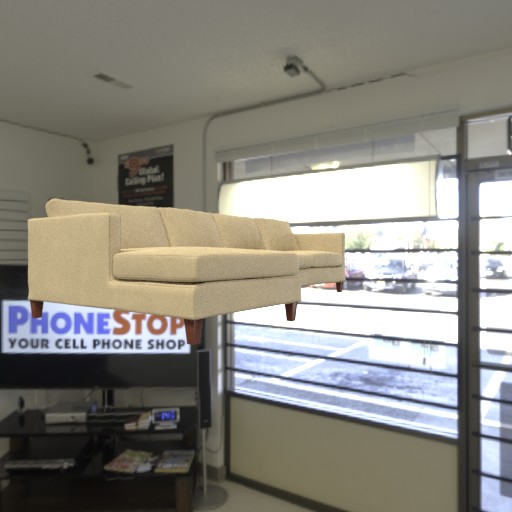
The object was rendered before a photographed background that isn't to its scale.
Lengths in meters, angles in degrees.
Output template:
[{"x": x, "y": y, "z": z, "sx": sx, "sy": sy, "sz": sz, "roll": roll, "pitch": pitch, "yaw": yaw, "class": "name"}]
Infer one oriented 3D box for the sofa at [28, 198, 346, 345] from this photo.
[{"x": 0.000, "y": 0.000, "z": 3.870, "sx": 1.625, "sy": 0.846, "sz": 3.186, "roll": 0, "pitch": 0, "yaw": 36, "class": "sofa"}]
